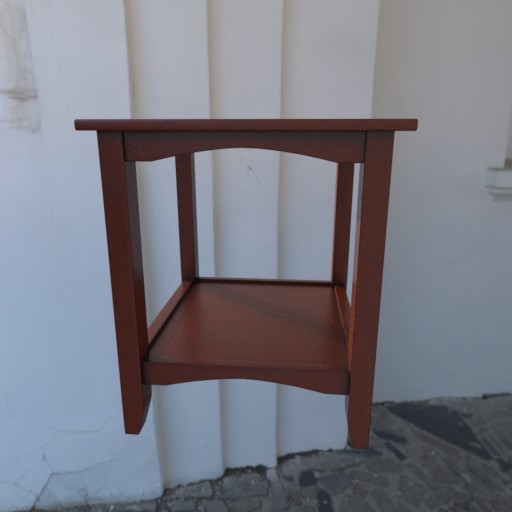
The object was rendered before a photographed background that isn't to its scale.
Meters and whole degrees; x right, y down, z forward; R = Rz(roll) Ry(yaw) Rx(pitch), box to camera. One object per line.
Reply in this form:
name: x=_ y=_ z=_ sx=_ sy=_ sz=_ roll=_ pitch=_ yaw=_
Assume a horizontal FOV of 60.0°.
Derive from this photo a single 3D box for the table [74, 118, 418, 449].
table: x=0.000 y=0.000 z=0.957 sx=0.522 sy=0.558 sz=0.523 roll=2 pitch=17 yaw=7
